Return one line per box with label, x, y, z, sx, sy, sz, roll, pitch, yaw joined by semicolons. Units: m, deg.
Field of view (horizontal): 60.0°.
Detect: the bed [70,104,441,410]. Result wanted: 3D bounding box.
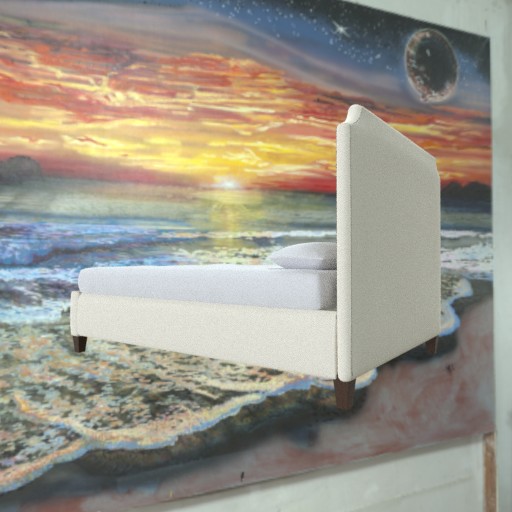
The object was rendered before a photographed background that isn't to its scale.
bed;0.000;0.000;3.436;2.372;1.497;1.712;0;-1;36
